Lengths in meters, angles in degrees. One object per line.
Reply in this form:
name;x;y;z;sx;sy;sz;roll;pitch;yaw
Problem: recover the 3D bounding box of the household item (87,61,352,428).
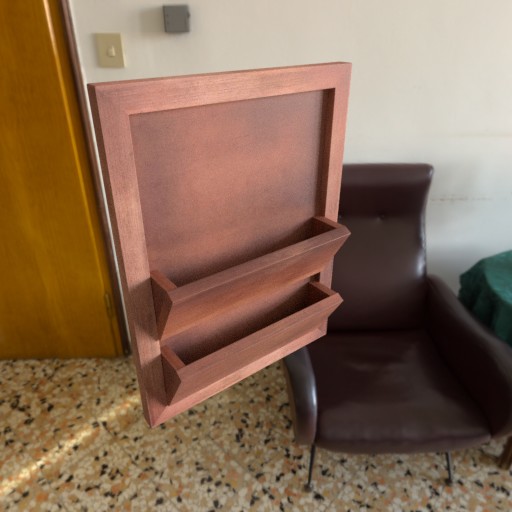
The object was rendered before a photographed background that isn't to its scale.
household item;0.000;0.000;0.531;0.310;0.407;0.067;-20;35;-32
